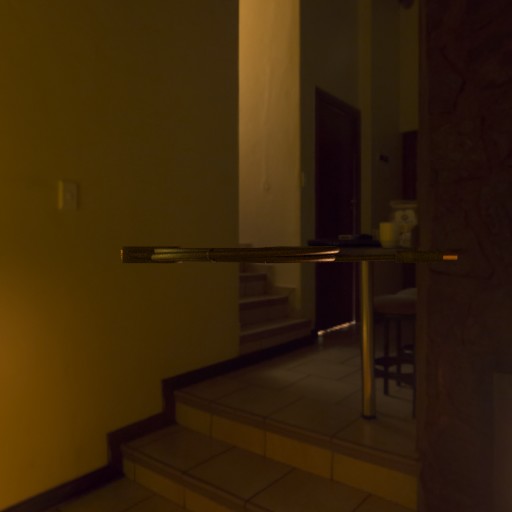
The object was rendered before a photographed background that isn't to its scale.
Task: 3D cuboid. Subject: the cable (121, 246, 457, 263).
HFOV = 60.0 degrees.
[{"bbox_3d":[0.000,0.000,0.326,0.281,0.015,0.136,0,1,18],"label":"cable"}]
